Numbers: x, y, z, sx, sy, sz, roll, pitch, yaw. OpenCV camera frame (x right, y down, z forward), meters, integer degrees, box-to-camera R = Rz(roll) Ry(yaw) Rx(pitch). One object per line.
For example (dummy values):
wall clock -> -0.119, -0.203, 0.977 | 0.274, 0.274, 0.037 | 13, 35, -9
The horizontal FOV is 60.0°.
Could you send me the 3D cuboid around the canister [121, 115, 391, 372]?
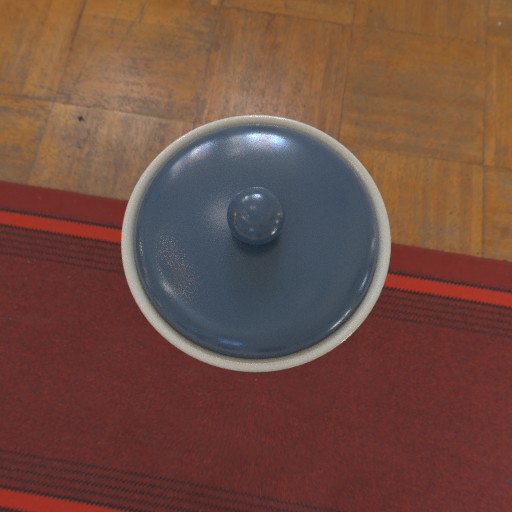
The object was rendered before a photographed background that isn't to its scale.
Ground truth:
canister -> 0.000, 0.000, 0.355 | 0.182, 0.208, 0.182 | 0, 74, 0
